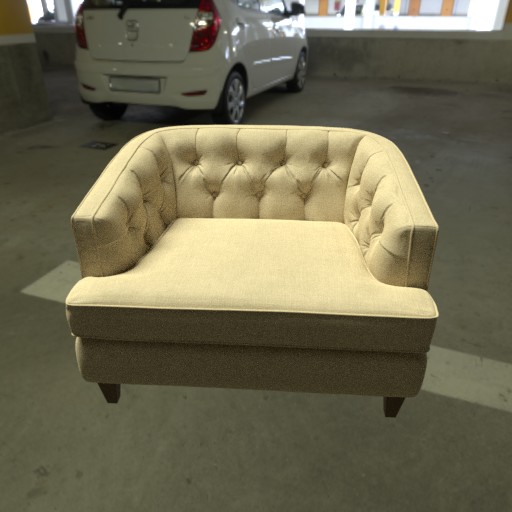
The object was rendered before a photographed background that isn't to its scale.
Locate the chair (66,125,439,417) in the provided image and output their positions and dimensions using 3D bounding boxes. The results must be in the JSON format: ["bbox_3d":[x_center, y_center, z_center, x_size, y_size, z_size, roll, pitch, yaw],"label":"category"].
[{"bbox_3d":[0.000,0.000,1.678,1.118,0.787,0.914,2,29,3],"label":"chair"}]
